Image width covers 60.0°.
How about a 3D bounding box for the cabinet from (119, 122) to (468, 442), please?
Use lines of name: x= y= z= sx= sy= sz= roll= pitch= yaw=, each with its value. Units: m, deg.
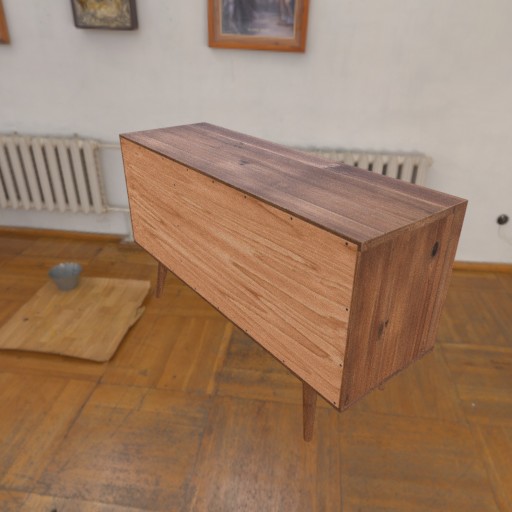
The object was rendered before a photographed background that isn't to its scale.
cabinet: x=0.000 y=0.000 z=1.802 sx=0.472 sy=0.800 sz=1.400 roll=-20 pitch=33 yaw=-33
